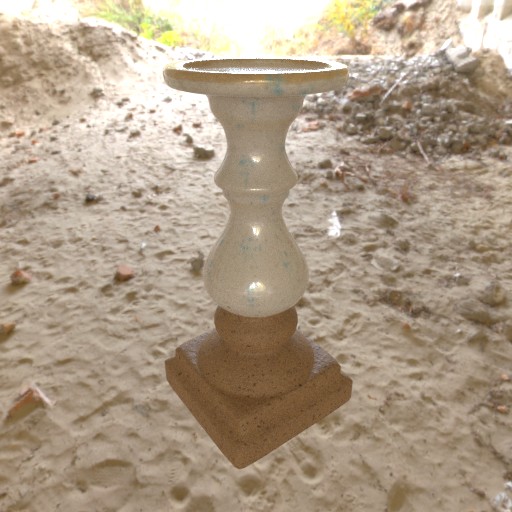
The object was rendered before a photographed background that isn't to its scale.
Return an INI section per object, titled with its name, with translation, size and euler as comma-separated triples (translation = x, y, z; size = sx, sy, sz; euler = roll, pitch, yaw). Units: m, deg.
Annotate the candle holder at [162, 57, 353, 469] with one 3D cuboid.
[candle holder]
translation = 0.000, 0.000, 0.299
size = 0.110, 0.239, 0.110
euler = -19, 34, -32
